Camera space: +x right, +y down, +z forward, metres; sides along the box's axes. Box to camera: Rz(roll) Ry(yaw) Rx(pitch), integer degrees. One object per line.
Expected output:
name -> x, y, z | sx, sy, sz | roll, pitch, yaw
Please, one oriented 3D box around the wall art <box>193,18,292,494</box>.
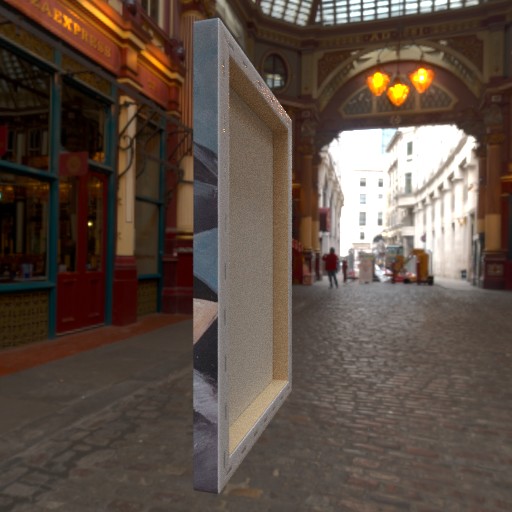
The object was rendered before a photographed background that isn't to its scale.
wall art -> 0.000, 0.000, 0.789 | 0.037, 0.613, 0.455 | 0, 0, 16
